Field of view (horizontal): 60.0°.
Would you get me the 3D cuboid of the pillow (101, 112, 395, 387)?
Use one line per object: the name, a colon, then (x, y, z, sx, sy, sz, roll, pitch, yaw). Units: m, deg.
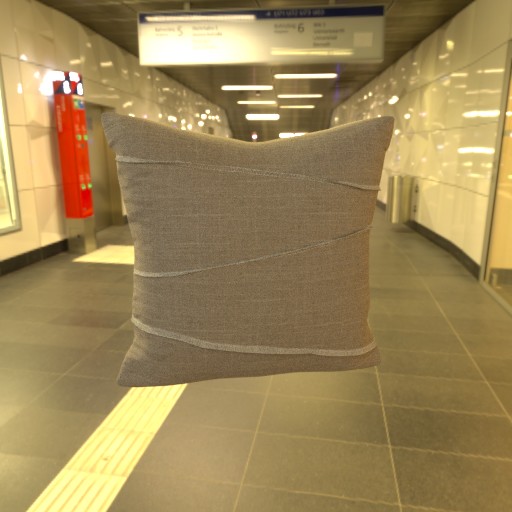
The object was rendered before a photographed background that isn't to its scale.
pillow: (0.000, 0.000, 0.653, 0.424, 0.400, 0.169, -2, 14, -9)
